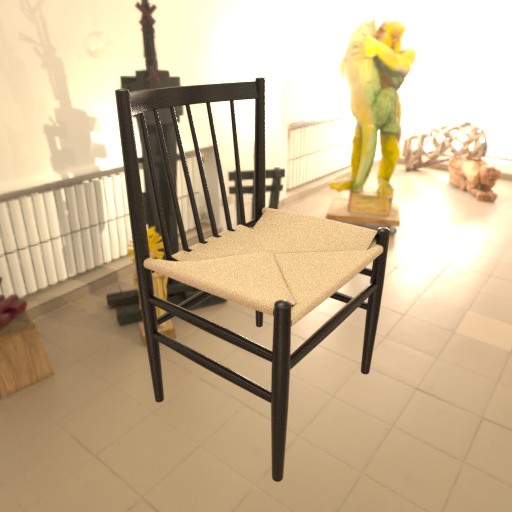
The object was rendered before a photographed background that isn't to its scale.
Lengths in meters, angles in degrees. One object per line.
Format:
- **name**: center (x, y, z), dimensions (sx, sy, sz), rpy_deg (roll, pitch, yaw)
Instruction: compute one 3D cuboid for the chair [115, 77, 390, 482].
- **chair**: center (0.000, 0.000, 1.136), dimensions (0.516, 0.818, 0.495), rpy_deg (18, 31, 34)
